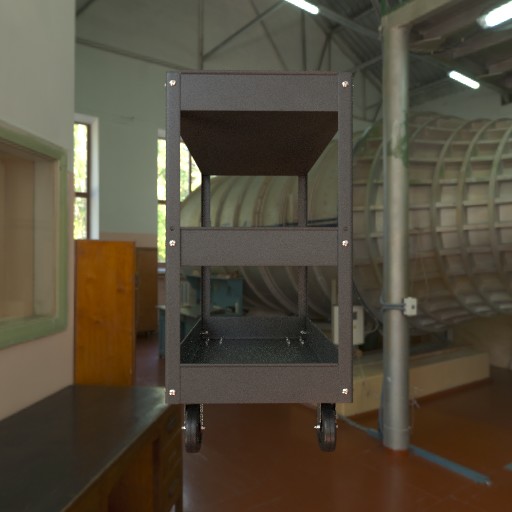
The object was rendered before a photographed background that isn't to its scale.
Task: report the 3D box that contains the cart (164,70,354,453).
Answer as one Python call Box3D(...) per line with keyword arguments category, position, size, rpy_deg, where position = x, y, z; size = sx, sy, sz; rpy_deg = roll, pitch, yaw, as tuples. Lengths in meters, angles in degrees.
Box3D(category="cart", position=(0.000, 0.000, 1.178), size=(0.366, 0.780, 0.719), rpy_deg=(0, 0, -1))
